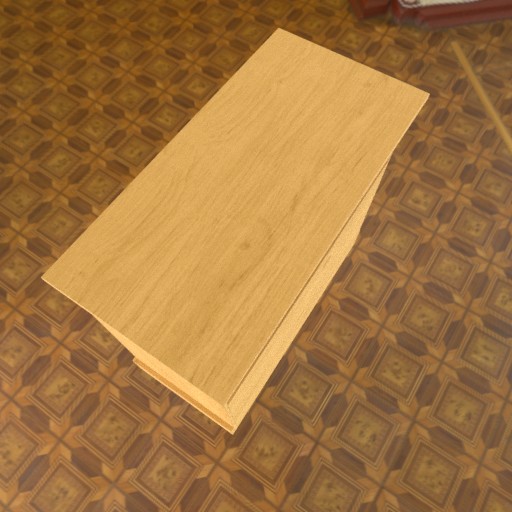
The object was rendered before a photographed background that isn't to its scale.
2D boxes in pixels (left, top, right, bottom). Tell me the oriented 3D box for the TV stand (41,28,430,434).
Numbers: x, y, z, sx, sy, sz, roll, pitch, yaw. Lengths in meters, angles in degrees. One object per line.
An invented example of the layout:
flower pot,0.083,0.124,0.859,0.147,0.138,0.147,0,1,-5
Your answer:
TV stand,0.000,0.000,1.303,0.430,0.787,0.851,31,68,14
